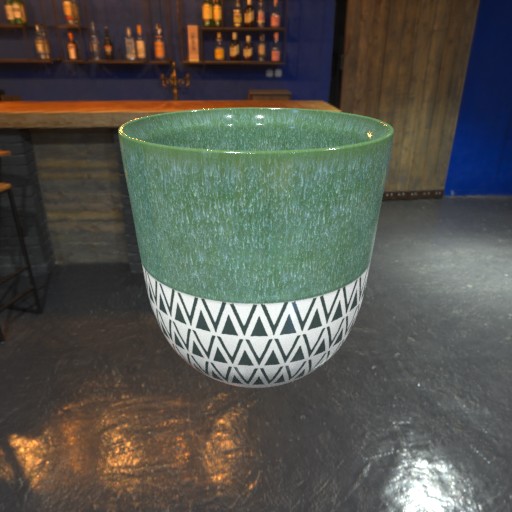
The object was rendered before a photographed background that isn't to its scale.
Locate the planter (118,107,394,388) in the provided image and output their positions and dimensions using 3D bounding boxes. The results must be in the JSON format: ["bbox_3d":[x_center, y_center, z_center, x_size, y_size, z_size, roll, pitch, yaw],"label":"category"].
[{"bbox_3d":[0.000,0.000,0.370,0.195,0.214,0.195,0,25,0],"label":"planter"}]
